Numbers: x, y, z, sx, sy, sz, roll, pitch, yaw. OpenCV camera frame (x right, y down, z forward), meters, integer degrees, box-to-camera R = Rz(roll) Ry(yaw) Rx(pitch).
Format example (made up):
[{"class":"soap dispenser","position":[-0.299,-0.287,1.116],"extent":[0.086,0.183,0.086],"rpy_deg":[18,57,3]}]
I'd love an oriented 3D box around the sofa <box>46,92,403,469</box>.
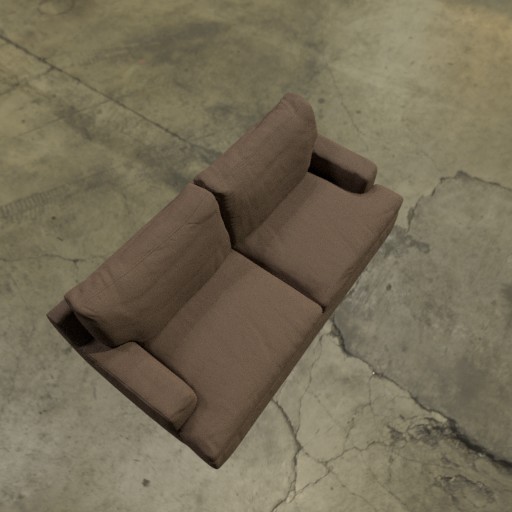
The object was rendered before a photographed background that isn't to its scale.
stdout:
[{"class":"sofa","position":[0.000,0.000,2.890],"extent":[1.140,0.950,2.274],"rpy_deg":[32,63,19]}]
